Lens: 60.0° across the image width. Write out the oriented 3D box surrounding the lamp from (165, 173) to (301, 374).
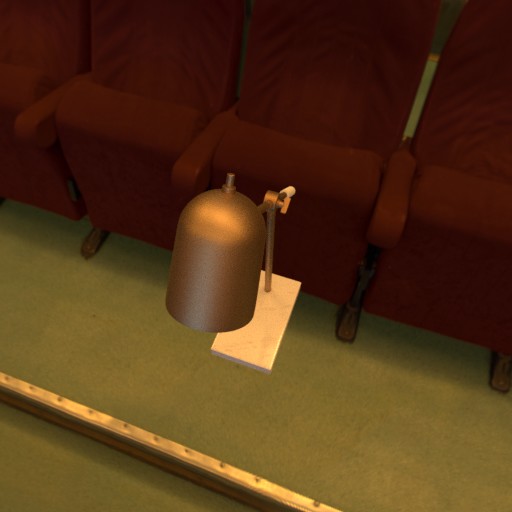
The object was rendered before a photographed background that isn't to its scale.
[{"bbox_3d":[0.000,0.000,0.819,0.144,0.603,0.471,17,58,11],"label":"lamp"}]
